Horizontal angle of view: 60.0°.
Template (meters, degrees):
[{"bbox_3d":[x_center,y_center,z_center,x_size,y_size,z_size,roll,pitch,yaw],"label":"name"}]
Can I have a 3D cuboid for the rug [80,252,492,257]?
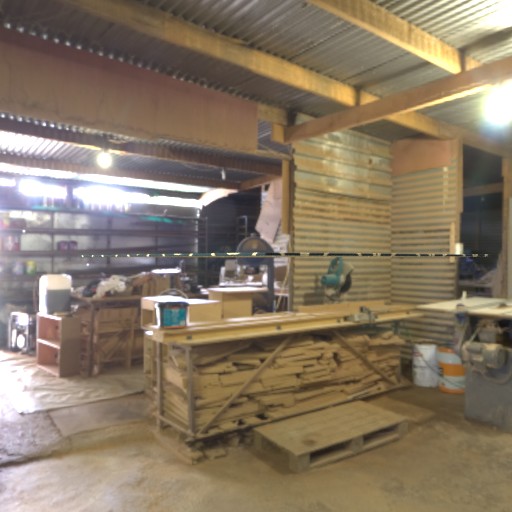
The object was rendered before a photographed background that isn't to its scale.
[{"bbox_3d":[0.000,0.000,2.733,1.524,0.010,2.134,0,0,-37],"label":"rug"}]
